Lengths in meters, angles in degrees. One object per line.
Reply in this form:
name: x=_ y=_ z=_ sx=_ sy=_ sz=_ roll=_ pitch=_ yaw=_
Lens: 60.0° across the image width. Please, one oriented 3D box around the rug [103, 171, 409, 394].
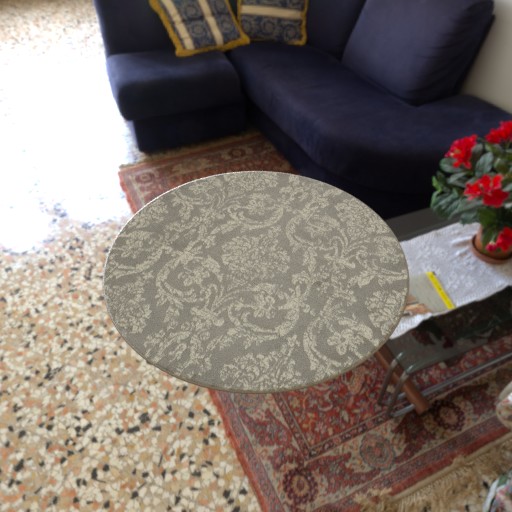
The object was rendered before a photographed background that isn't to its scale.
rug: x=0.000 y=0.000 z=2.368 sx=1.593 sy=0.012 sz=1.593 roll=0 pitch=45 yaw=0
